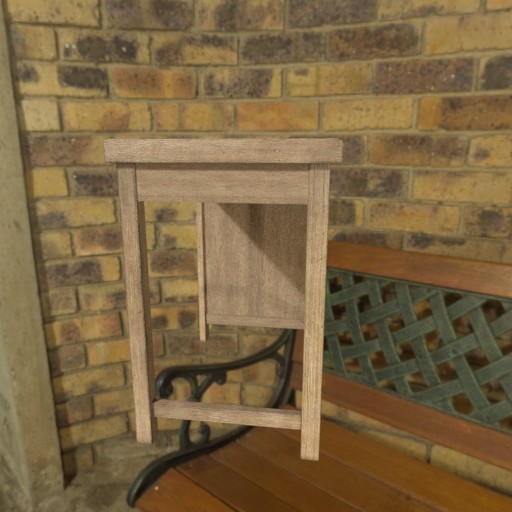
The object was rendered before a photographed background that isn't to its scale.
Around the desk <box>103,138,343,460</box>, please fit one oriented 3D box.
[{"bbox_3d":[0.000,0.000,1.824,0.610,0.912,1.289,2,14,8],"label":"desk"}]
